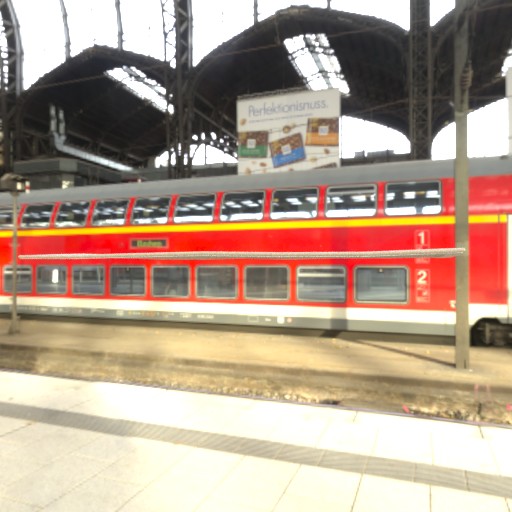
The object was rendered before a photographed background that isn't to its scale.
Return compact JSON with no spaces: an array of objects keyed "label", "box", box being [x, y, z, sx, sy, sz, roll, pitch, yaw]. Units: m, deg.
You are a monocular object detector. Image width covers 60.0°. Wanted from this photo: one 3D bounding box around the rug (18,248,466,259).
[{"label":"rug","box":[0.000,0.000,2.280,1.829,0.034,1.252,0,-1,19]}]
